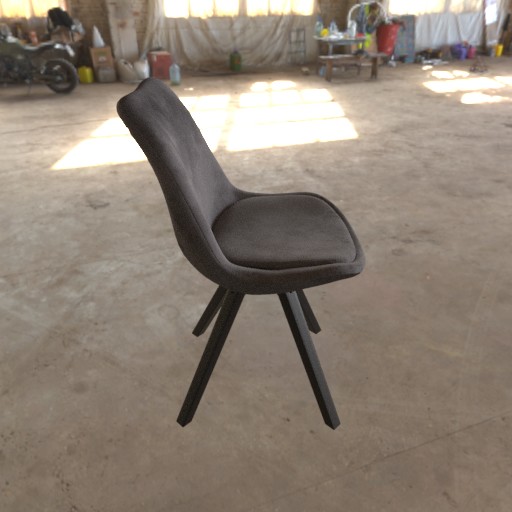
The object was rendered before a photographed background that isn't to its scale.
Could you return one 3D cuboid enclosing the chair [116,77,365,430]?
[{"bbox_3d":[0.000,0.000,1.170,0.550,0.850,0.476,0,31,0],"label":"chair"}]
